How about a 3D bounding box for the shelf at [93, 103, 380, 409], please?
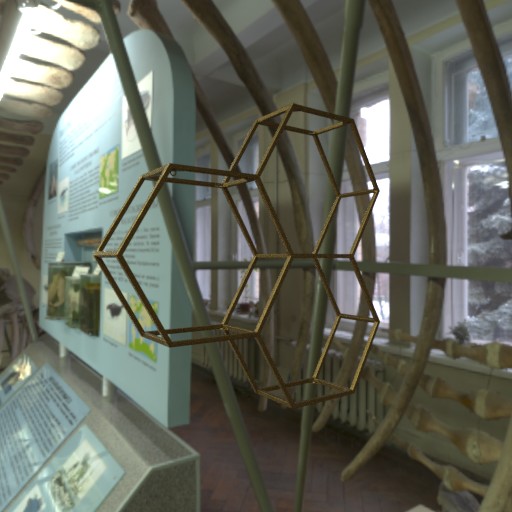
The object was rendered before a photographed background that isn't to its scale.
[{"bbox_3d":[0.000,0.000,1.047,0.708,0.701,0.150,0,0,-35],"label":"shelf"}]
